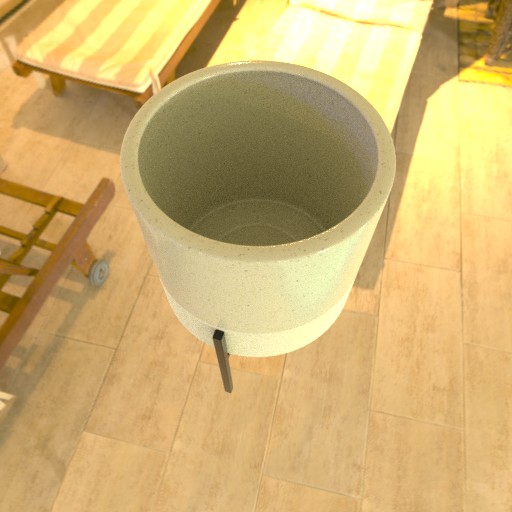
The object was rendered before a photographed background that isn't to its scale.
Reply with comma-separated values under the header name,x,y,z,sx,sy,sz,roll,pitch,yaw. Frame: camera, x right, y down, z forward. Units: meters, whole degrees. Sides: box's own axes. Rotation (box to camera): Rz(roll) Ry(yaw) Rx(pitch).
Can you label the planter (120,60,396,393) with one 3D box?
name,x,y,z,sx,sy,sz,roll,pitch,yaw
planter,0.000,0.000,0.342,0.152,0.230,0.159,16,60,10
